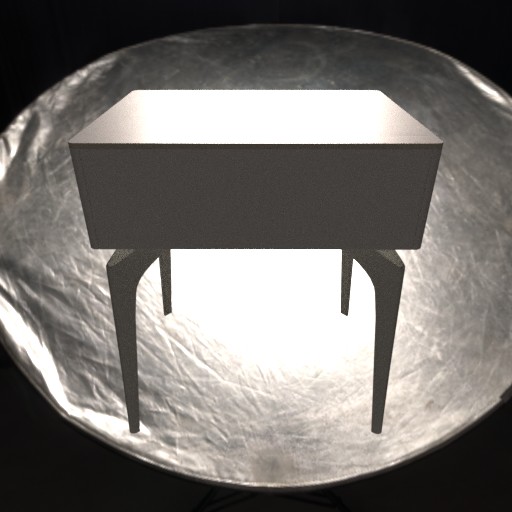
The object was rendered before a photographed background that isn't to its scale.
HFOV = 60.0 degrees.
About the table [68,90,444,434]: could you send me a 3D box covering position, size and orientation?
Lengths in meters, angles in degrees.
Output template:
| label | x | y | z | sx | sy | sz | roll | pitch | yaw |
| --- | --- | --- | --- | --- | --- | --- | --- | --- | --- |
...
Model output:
| label | x | y | z | sx | sy | sz | roll | pitch | yaw |
| --- | --- | --- | --- | --- | --- | --- | --- | --- | --- |
| table | 0.000 | 0.000 | 0.891 | 0.500 | 0.570 | 0.400 | 0 | 31 | 0 |
